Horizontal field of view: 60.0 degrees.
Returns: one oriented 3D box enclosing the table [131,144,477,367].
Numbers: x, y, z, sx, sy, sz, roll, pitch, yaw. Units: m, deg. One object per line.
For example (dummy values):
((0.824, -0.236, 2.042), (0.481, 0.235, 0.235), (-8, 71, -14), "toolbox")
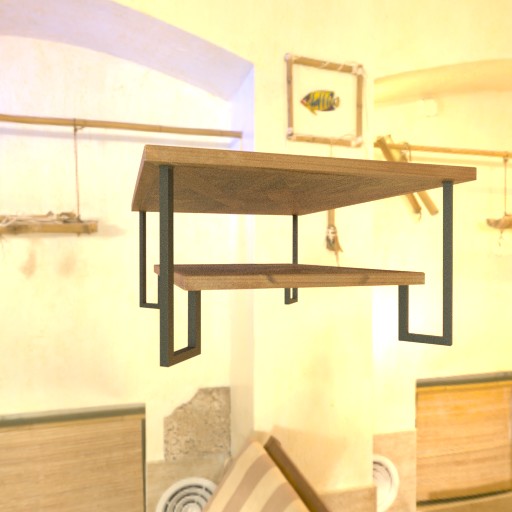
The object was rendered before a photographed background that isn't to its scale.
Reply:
((0.000, 0.000, 1.667), (0.877, 0.492, 1.238), (0, 0, -17), "table")
